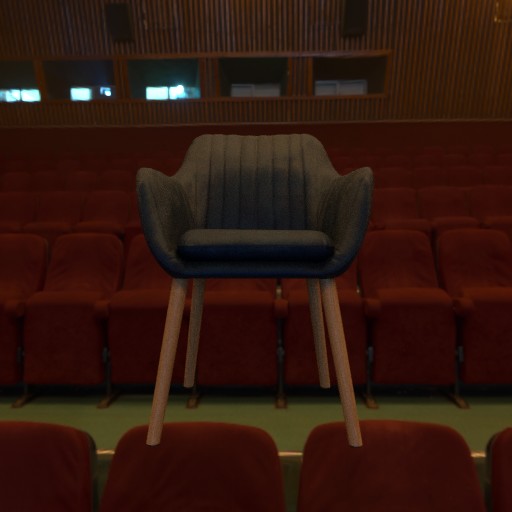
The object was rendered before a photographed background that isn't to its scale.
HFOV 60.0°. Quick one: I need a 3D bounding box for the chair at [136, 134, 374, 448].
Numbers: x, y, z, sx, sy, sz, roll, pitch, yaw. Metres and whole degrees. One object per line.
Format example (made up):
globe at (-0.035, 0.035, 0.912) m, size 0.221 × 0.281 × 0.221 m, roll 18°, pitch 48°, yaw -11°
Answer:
chair at (0.000, 0.000, 1.239) m, size 0.578 × 0.826 × 0.573 m, roll 0°, pitch 0°, yaw 1°
